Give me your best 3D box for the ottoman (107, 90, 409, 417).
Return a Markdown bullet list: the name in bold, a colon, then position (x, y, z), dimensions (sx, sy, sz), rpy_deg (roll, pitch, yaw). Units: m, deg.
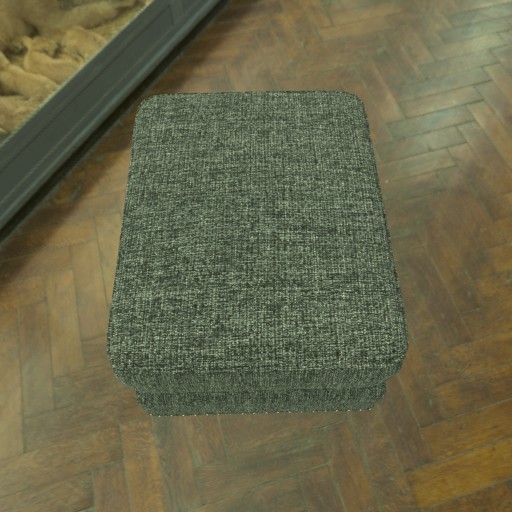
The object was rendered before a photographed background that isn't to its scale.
- **ottoman**: position (0.000, 0.000, 1.145), dimensions (0.589, 0.537, 0.738), rpy_deg (-1, 63, -1)
